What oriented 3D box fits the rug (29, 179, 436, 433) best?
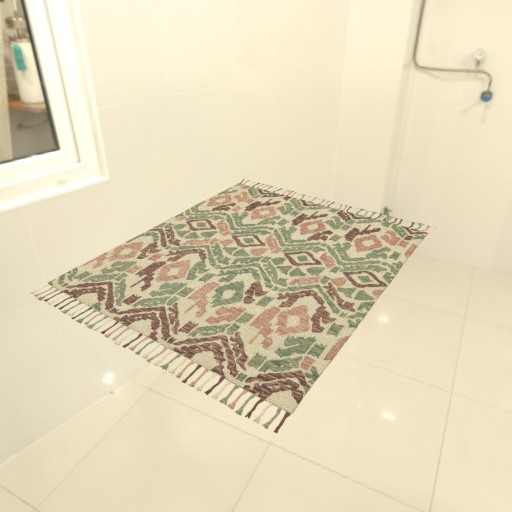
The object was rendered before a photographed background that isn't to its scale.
[{"bbox_3d":[0.000,0.000,4.074,2.438,0.010,3.048,19,36,29],"label":"rug"}]
